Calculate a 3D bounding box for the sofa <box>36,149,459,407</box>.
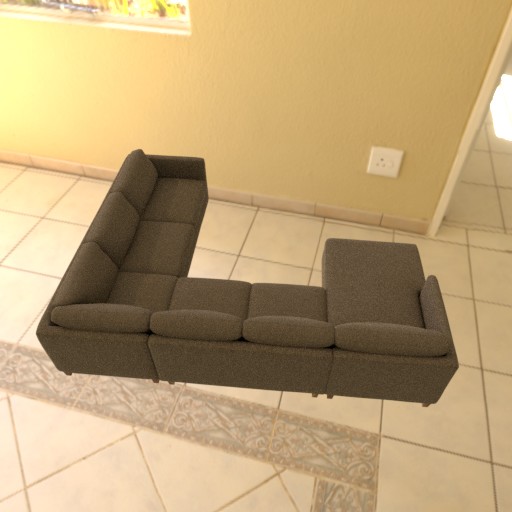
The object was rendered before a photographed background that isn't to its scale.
[{"bbox_3d":[0.000,0.000,4.366,3.238,0.853,2.551,4,46,4],"label":"sofa"}]
